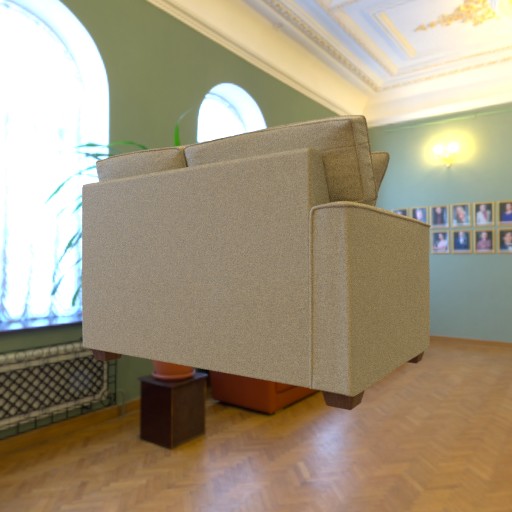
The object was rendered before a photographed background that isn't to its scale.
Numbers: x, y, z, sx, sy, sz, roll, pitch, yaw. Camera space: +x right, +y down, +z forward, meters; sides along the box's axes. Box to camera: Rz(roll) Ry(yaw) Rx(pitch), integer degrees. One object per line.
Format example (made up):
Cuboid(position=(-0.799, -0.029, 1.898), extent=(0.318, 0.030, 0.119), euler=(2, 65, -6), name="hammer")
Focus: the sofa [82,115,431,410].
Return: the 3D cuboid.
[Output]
Cuboid(position=(0.000, 0.000, 2.117), extent=(1.388, 0.989, 0.991), euler=(-1, -1, 34), name="sofa")
